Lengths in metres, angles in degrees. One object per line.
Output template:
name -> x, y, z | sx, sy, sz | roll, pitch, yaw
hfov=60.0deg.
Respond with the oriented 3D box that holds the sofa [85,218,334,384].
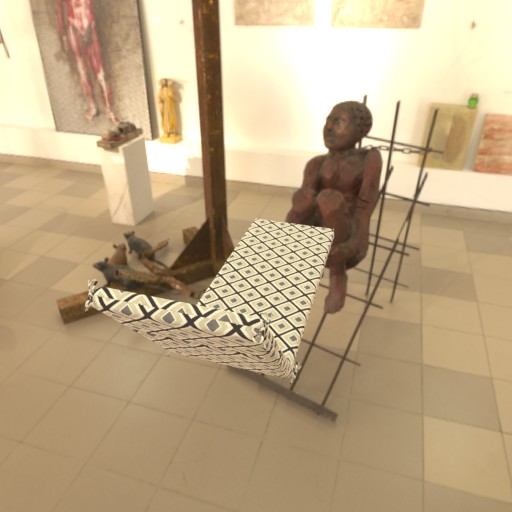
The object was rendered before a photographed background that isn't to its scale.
sofa -> 0.000, 0.000, 2.003 | 0.582, 0.622, 1.663 | 9, 32, 14
